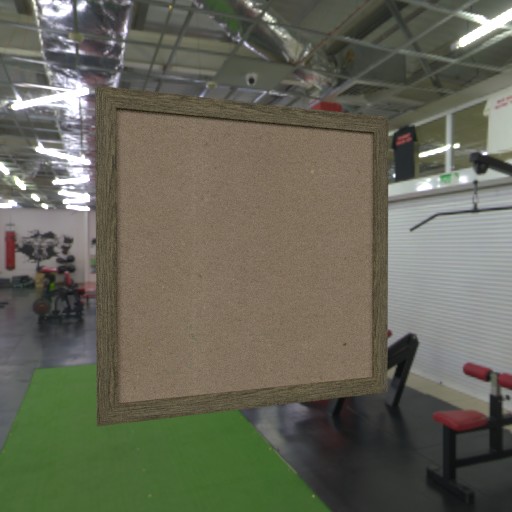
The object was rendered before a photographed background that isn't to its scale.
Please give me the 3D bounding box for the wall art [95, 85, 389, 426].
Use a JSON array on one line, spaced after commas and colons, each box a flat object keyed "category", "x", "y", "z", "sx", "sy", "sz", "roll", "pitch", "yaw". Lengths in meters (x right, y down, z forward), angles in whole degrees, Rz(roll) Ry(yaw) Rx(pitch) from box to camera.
[{"category": "wall art", "x": 0.000, "y": 0.000, "z": 0.749, "sx": 0.508, "sy": 0.508, "sz": 0.019, "roll": 0, "pitch": 1, "yaw": -18}]
